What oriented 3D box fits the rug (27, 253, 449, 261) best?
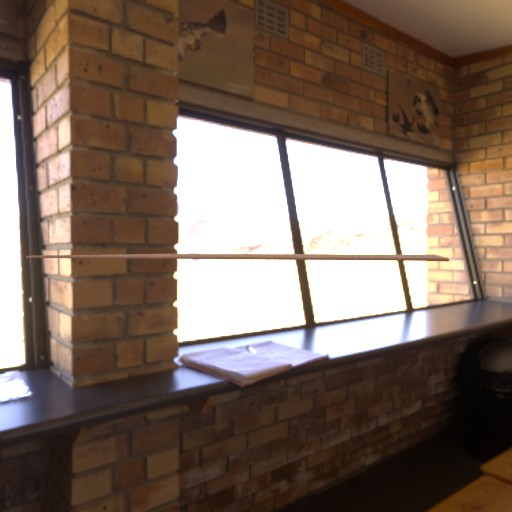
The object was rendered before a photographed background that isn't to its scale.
[{"bbox_3d":[0.000,0.000,2.768,2.134,0.013,1.524,0,1,20],"label":"rug"}]
